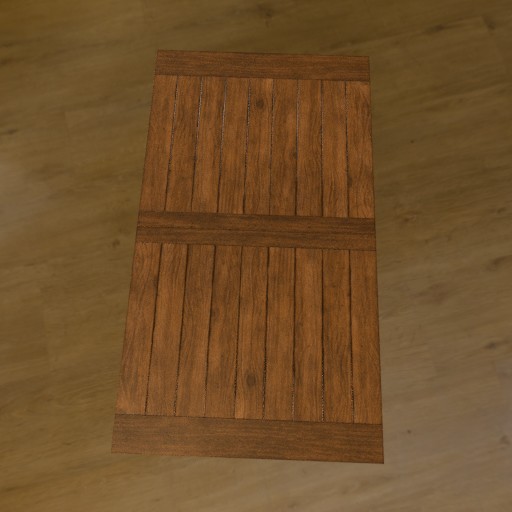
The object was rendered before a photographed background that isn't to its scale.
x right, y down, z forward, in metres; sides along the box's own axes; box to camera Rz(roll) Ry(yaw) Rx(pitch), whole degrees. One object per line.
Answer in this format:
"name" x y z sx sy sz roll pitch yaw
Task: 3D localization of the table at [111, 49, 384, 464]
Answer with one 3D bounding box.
"table" 0.000 0.000 2.092 0.931 0.757 1.641 2 75 1
